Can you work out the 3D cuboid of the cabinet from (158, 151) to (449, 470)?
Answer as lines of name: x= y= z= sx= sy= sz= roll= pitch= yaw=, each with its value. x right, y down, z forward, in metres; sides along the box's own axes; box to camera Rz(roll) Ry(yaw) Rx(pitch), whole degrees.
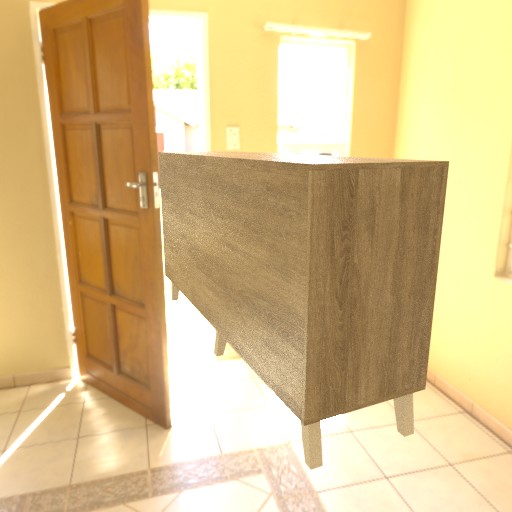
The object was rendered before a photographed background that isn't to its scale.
cabinet: x=0.000 y=0.000 z=1.958 sx=0.450 sy=0.870 sz=1.600 roll=-7 pitch=16 yaw=-24
